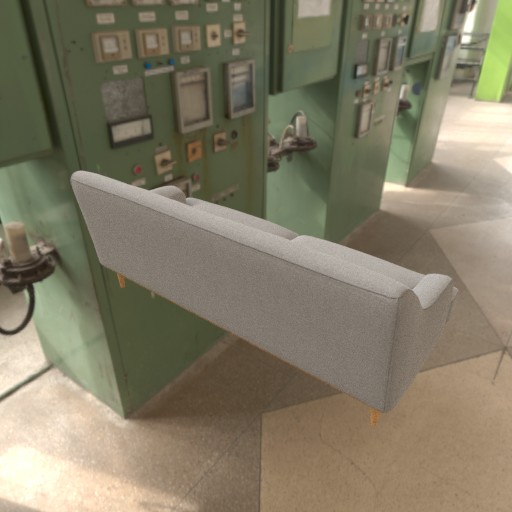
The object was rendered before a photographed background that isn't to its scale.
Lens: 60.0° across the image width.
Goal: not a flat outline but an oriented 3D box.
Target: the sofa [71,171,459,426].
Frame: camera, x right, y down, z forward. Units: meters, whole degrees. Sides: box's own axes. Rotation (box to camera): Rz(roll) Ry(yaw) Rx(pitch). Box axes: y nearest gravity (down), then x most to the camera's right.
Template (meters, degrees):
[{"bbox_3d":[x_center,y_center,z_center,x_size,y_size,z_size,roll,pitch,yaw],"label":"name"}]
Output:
[{"bbox_3d":[0.000,0.000,2.557,2.057,0.871,0.978,21,37,32],"label":"sofa"}]
